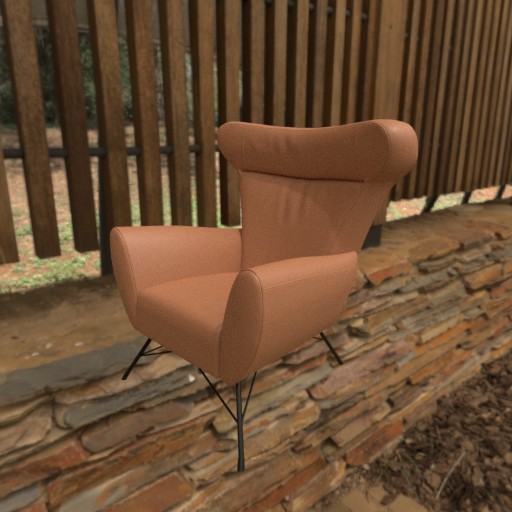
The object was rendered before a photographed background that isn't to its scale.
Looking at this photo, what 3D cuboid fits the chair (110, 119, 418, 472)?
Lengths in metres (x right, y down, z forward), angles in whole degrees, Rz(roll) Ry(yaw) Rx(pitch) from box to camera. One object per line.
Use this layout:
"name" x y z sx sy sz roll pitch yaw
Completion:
"chair" 0.000 0.000 1.786 0.900 1.050 0.980 -15 22 -42
